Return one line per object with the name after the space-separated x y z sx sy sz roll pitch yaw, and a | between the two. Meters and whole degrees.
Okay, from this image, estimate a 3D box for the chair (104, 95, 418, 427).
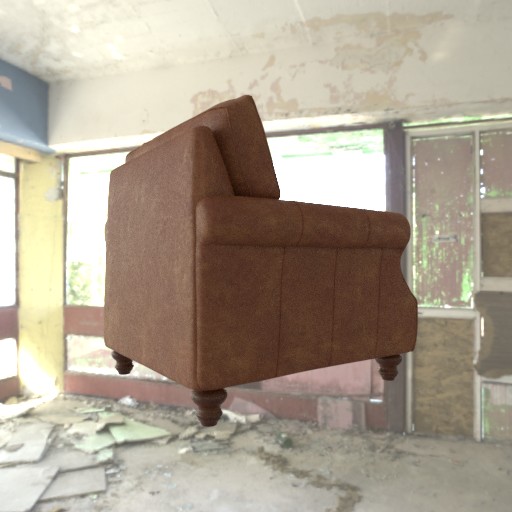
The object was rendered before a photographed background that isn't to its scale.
0.000 0.000 1.782 0.986 0.962 0.983 0 -1 -36 | chair
